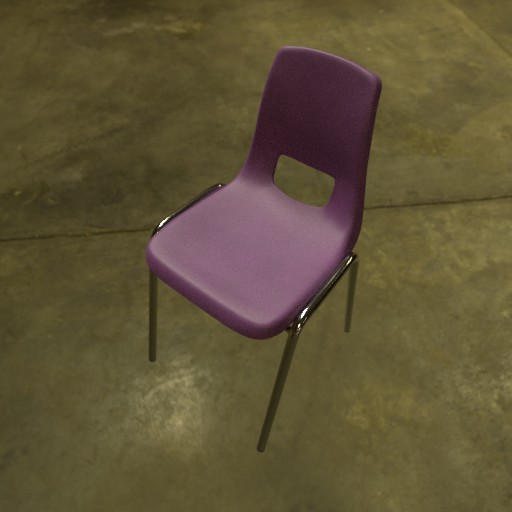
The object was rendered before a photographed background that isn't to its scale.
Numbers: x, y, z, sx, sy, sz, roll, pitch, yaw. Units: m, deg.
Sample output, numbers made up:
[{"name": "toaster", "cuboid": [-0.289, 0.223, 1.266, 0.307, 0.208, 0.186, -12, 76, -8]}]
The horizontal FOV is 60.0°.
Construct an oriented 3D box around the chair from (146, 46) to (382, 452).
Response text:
[{"name": "chair", "cuboid": [0.000, 0.000, 0.932, 0.381, 0.704, 0.432, 31, 55, 25]}]
